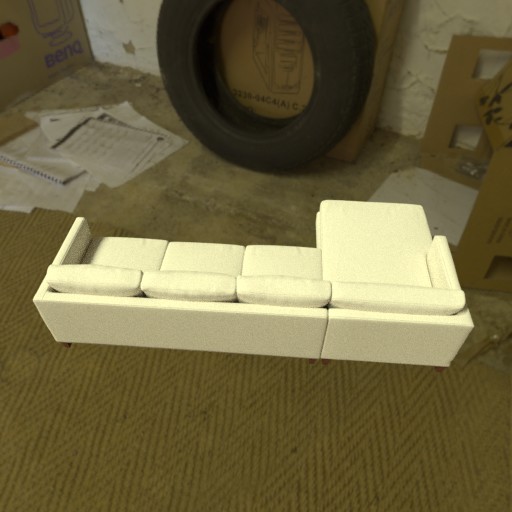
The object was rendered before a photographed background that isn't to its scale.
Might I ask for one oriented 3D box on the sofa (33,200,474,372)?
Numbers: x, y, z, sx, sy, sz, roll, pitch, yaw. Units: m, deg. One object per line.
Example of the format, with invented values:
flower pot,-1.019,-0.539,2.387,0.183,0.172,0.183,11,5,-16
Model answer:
sofa,0.000,0.000,3.892,3.186,0.846,1.625,3,47,3
